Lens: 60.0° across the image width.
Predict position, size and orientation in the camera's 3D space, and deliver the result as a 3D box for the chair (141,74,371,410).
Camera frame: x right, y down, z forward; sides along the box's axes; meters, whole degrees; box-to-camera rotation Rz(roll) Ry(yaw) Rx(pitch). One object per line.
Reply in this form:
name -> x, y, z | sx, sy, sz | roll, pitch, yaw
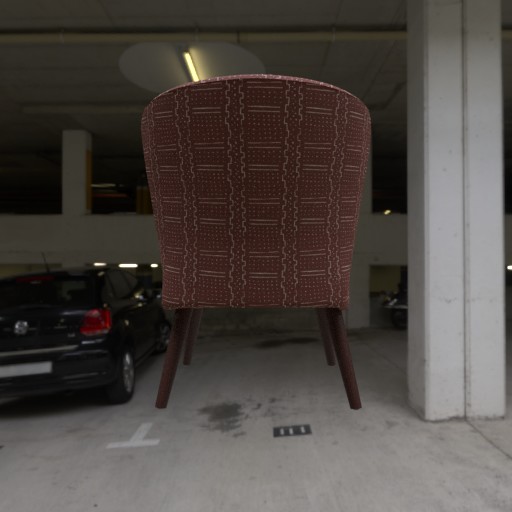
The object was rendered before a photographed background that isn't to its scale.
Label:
chair -> 0.000, 0.000, 1.414 | 0.706, 0.866, 0.758 | 0, -1, 1
